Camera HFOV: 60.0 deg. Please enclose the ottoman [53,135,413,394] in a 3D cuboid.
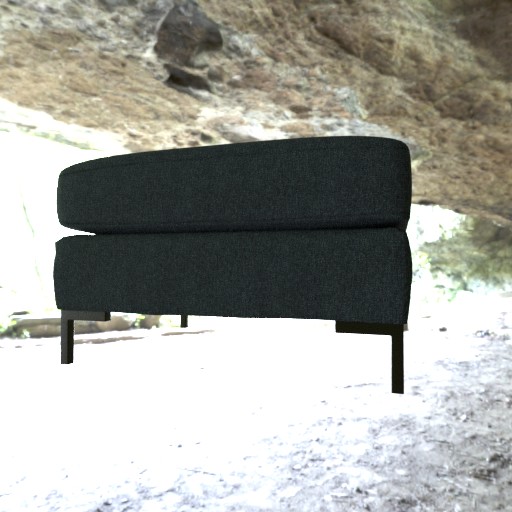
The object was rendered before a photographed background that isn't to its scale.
[{"bbox_3d":[0.000,0.000,1.267,0.831,0.533,0.695,0,-1,18],"label":"ottoman"}]
